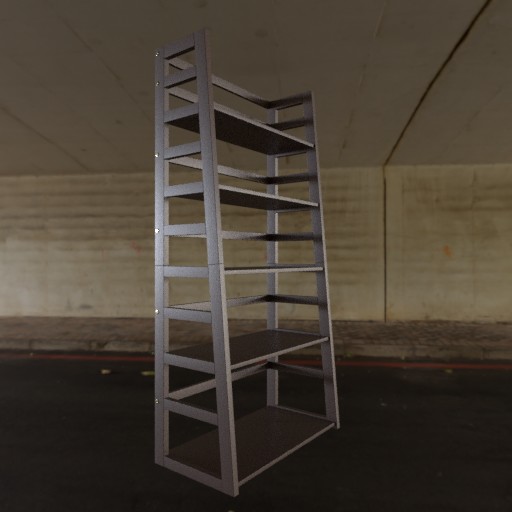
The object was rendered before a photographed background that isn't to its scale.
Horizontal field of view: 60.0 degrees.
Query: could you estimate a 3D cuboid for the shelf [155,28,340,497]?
[{"bbox_3d":[0.000,0.000,1.893,0.403,1.600,0.763,0,0,38],"label":"shelf"}]
